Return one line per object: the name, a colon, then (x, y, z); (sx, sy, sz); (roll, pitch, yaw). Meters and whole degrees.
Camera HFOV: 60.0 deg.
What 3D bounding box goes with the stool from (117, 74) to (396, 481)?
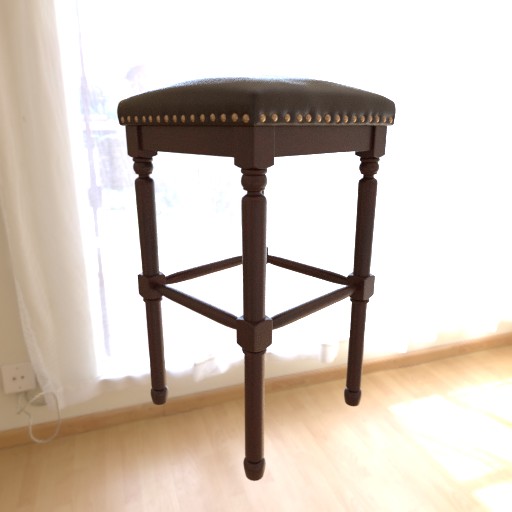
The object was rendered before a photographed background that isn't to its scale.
stool: (0.000, 0.000, 0.926); (0.382, 0.702, 0.383); (-15, 23, -42)
